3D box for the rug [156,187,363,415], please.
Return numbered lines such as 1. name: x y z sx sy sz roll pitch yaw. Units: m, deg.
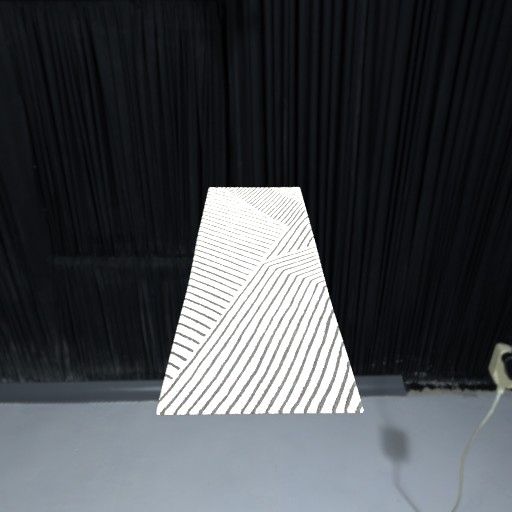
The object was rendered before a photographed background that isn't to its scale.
1. rug: 0.000 0.000 2.706 0.773 0.020 2.439 0 29 -1
